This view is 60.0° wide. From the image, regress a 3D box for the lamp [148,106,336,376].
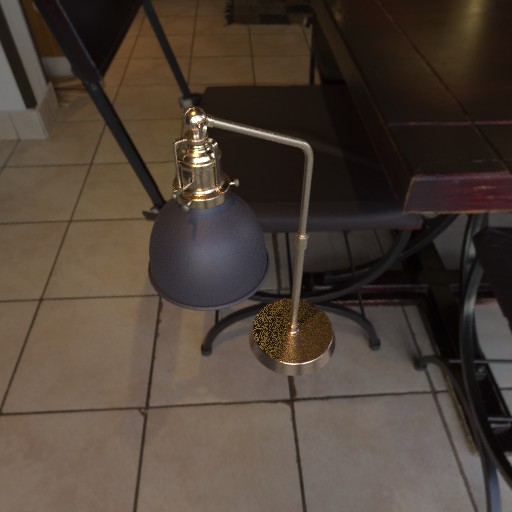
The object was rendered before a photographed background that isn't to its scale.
[{"bbox_3d":[0.000,0.000,0.609,0.291,0.456,0.160,-16,47,-15],"label":"lamp"}]
